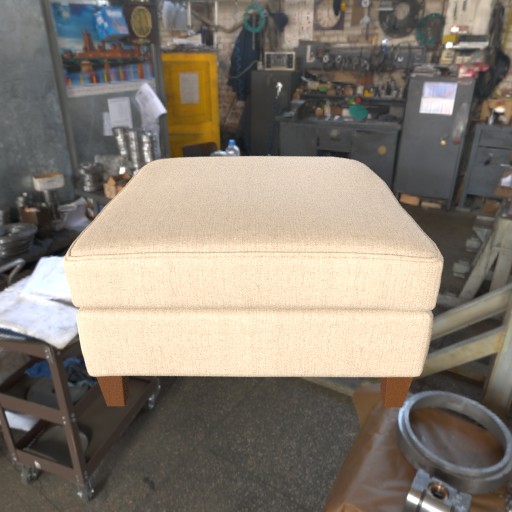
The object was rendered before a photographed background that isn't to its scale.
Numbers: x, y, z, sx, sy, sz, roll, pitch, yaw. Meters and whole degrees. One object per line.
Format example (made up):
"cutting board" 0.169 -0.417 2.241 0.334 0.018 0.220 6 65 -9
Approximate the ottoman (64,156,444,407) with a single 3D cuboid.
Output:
"ottoman" 0.000 0.000 1.380 0.838 0.503 0.838 0 26 0
